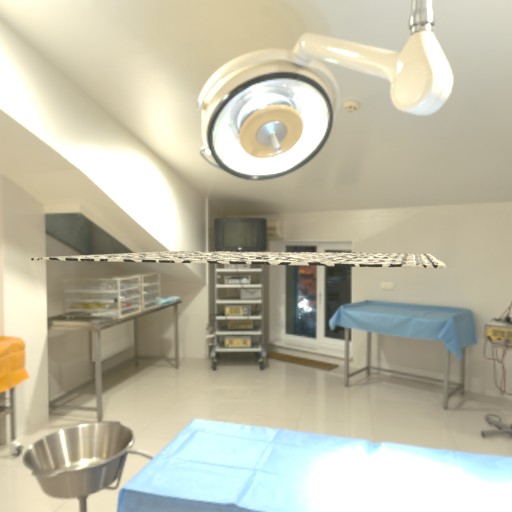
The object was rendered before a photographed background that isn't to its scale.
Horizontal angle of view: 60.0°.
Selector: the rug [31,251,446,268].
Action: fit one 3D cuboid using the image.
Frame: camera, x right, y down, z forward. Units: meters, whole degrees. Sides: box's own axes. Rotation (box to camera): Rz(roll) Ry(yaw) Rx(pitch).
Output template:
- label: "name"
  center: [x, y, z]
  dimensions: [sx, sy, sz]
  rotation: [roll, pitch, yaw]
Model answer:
- label: "rug"
  center: [0.000, 0.000, 4.457]
  dimensions: [3.369, 0.036, 2.444]
  rotation: [1, 2, 19]
